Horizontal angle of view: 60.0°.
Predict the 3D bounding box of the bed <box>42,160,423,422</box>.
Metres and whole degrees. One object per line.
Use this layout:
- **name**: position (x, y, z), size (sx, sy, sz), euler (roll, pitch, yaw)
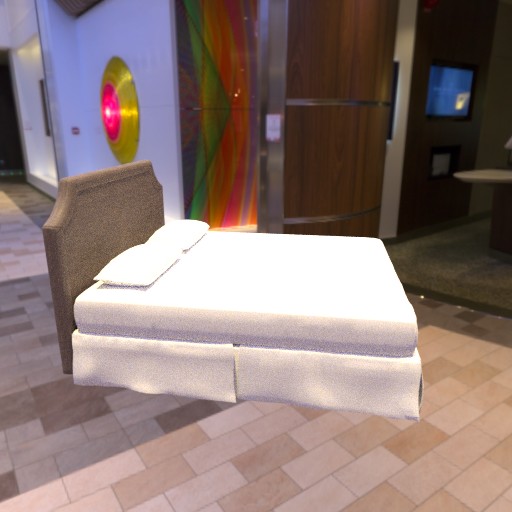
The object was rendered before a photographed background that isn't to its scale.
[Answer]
- **bed**: position (0.000, 0.000, 4.136), size (2.773, 1.590, 2.350), euler (3, 17, 9)
